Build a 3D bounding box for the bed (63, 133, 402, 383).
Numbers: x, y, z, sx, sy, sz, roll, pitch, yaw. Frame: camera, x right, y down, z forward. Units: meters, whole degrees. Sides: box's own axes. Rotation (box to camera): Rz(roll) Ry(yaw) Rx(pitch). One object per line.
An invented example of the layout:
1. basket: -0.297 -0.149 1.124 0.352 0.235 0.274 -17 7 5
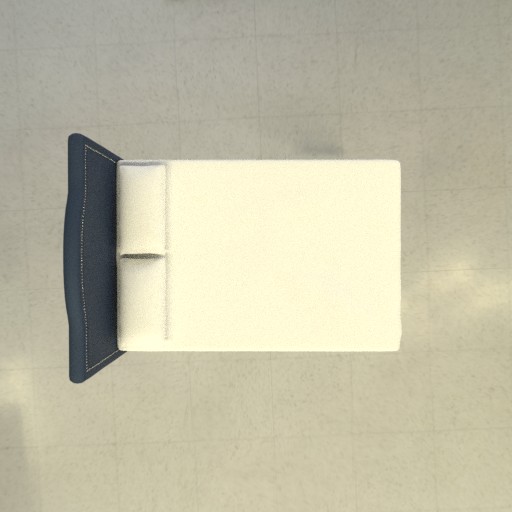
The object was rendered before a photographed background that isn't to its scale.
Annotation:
1. bed: 0.000 0.000 3.583 2.507 1.441 1.741 0 91 0
